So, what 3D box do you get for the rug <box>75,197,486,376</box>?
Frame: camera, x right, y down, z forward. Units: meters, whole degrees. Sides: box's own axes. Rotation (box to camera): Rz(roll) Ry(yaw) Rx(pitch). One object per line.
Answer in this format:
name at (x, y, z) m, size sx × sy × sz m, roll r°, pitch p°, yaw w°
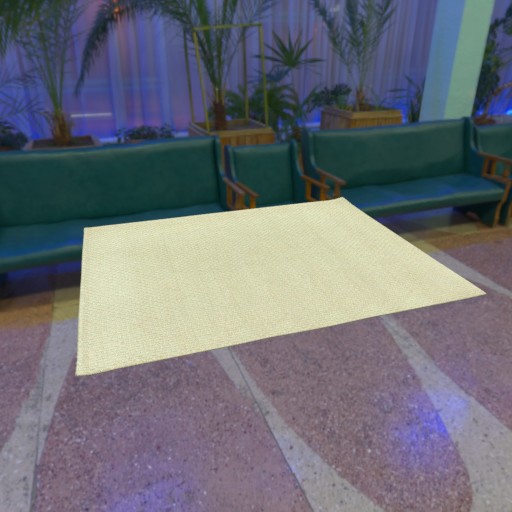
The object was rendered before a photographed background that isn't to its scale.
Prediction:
rug at (0.000, 0.000, 3.875) m, size 2.897 × 0.035 × 2.277 m, roll -8°, pitch 28°, yaw -16°
